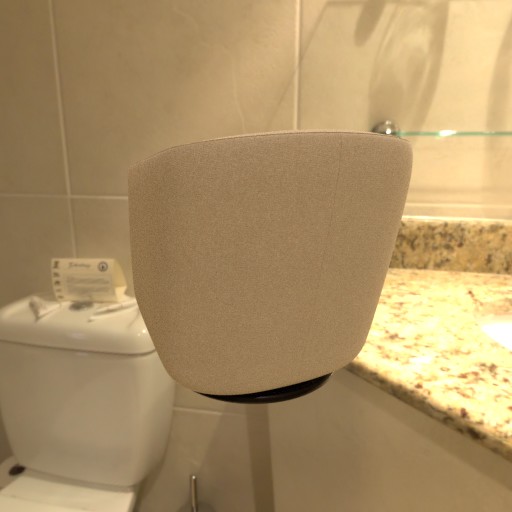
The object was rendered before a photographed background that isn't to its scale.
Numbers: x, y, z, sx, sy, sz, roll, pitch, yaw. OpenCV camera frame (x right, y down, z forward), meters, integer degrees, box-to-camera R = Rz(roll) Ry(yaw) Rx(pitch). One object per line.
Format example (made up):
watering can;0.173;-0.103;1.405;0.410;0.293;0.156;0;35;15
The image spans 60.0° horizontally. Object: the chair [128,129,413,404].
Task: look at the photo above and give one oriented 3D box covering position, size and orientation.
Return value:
chair;0.000;0.000;1.635;0.822;0.861;0.986;-6;15;-25
